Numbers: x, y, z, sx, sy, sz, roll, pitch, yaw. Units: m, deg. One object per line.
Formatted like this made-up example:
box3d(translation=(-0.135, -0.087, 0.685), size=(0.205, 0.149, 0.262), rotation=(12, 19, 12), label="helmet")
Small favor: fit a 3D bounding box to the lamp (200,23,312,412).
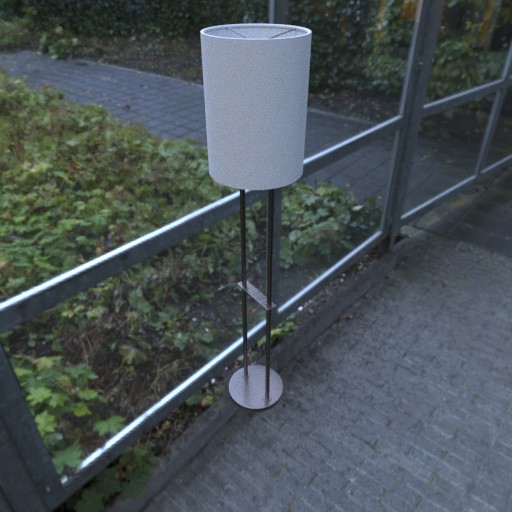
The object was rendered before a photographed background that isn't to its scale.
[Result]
box3d(translation=(0.000, 0.000, 1.642), size=(0.305, 1.500, 0.306), rotation=(-22, 40, -29), label="lamp")
